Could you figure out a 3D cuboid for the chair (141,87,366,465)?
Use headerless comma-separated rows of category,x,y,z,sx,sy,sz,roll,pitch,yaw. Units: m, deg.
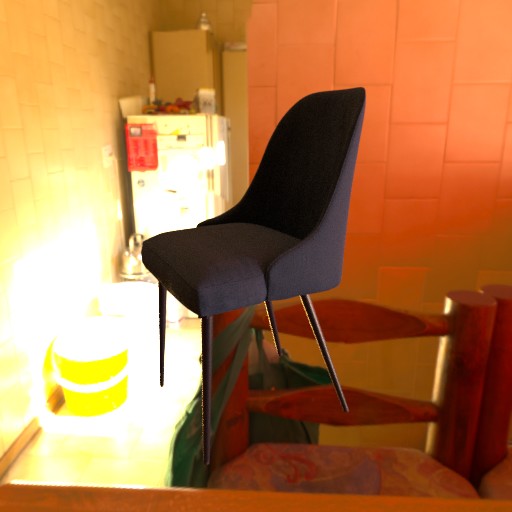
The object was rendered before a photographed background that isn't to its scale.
chair,0.000,0.000,1.241,0.559,0.896,0.478,-8,18,-27
